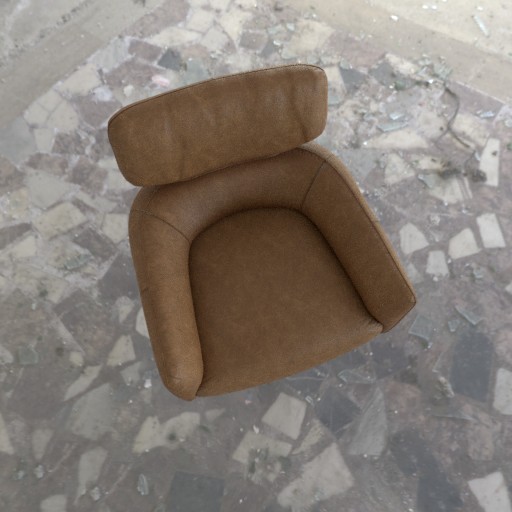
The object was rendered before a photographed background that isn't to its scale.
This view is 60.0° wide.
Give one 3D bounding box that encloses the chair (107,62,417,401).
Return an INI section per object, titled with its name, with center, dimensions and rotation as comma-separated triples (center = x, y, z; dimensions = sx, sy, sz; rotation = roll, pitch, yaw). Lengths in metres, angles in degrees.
[chair]
center = 0.000, 0.000, 1.355
dimensions = 0.706, 0.812, 0.715
rotation = -17, 66, -8
